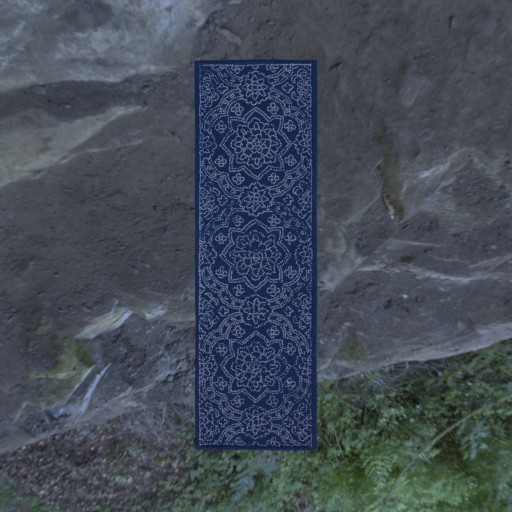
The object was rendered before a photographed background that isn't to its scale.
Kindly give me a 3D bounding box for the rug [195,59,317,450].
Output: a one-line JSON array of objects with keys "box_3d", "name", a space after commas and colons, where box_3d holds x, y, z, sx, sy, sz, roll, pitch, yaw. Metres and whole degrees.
[{"box_3d": [0.000, 0.000, 2.776, 0.769, 0.012, 2.448, 0, 91, 0], "name": "rug"}]
